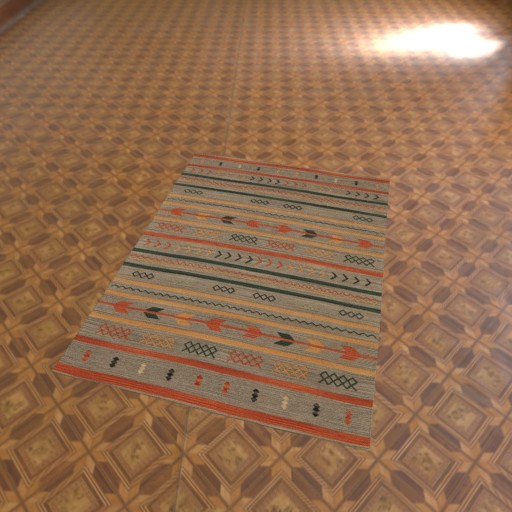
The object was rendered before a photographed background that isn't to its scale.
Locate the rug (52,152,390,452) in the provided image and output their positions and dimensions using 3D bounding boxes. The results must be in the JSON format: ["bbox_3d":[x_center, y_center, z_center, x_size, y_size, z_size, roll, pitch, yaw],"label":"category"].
[{"bbox_3d":[0.000,0.000,4.012,2.263,0.022,3.029,10,46,10],"label":"rug"}]
